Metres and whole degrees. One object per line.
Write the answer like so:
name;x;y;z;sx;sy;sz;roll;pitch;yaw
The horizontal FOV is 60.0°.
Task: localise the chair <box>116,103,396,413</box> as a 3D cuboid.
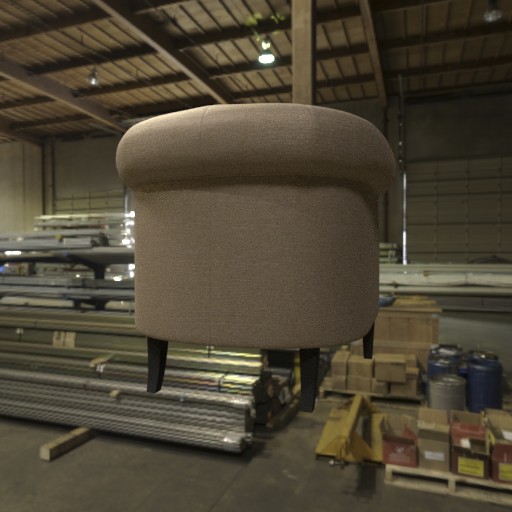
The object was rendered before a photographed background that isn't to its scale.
chair;0.000;0.000;1.528;0.905;0.827;0.852;0;1;19
